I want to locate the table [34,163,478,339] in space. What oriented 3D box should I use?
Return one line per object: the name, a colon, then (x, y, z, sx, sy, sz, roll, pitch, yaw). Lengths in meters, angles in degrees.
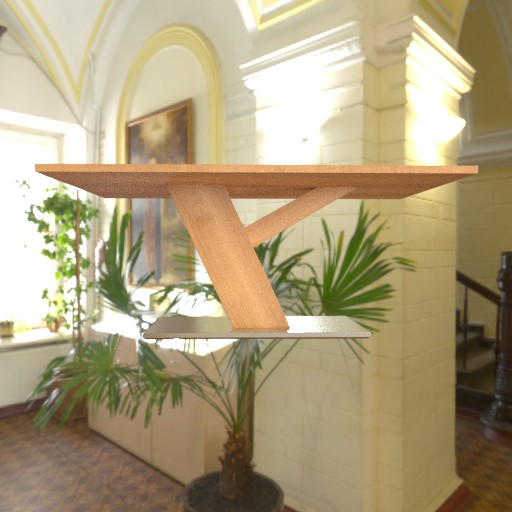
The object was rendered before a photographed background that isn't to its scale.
table: (0.000, 0.000, 2.249, 1.800, 0.750, 0.900, 0, 1, -1)
